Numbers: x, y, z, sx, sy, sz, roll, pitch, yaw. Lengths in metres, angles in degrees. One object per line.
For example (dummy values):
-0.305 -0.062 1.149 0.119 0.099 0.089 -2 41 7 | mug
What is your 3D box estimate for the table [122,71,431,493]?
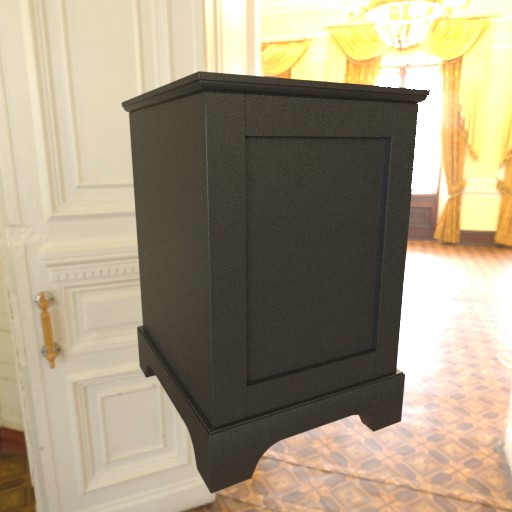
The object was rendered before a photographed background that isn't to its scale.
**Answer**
0.000 0.000 0.898 0.399 0.610 0.460 -7 16 -27 | table
